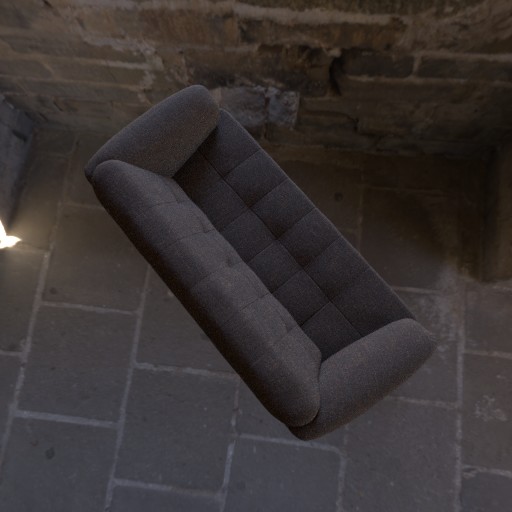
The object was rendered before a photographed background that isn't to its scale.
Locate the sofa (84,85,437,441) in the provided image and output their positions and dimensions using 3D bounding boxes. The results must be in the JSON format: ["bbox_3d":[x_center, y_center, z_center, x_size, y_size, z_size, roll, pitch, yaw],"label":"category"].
[{"bbox_3d":[0.000,0.000,2.344,0.887,0.790,1.849,-39,80,-9],"label":"sofa"}]
